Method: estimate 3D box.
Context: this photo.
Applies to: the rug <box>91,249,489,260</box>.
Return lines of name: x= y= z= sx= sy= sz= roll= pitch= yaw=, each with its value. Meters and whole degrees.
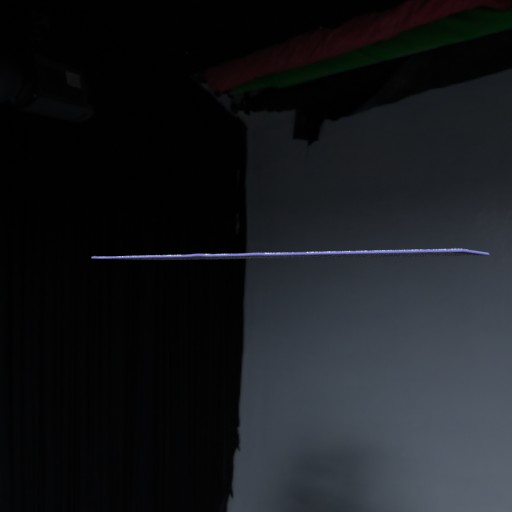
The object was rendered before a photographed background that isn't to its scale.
rug: x=0.000 y=0.000 z=2.506 sx=2.283 sy=0.016 sz=0.602 roll=-1 pitch=-2 yaw=36
